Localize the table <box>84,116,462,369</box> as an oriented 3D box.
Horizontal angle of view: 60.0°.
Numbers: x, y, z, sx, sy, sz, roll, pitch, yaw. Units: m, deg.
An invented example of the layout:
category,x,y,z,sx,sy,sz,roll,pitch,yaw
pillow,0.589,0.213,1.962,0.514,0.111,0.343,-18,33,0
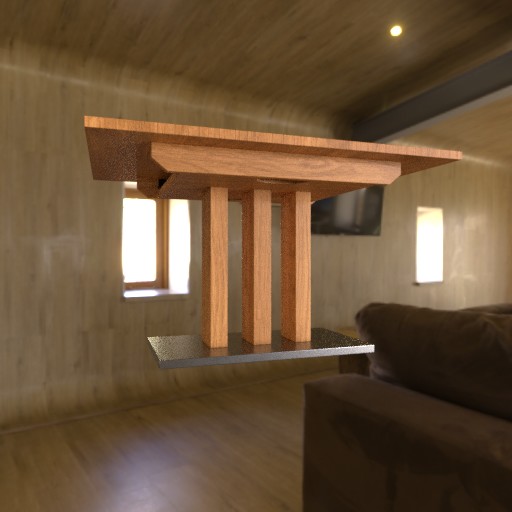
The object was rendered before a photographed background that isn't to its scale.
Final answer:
category,x,y,z,sx,sy,sz,roll,pitch,yaw
table,0.000,0.000,1.851,1.300,0.770,0.900,0,0,-19
